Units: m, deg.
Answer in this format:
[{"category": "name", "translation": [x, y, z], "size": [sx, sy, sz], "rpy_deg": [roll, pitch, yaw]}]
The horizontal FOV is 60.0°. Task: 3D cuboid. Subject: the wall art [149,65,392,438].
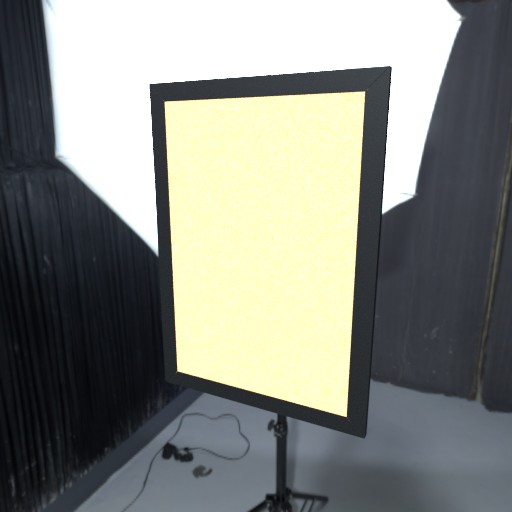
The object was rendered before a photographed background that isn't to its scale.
[{"category": "wall art", "translation": [0.000, 0.000, 0.604], "size": [0.326, 0.459, 0.011], "rpy_deg": [7, 16, 26]}]
